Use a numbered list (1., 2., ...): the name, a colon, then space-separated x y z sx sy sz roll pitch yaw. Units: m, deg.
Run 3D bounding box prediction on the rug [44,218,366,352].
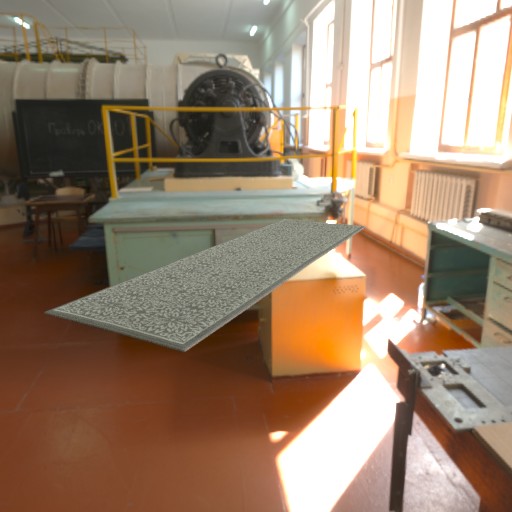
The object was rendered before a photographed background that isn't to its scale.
1. rug: 0.000 0.000 2.469 0.662 0.011 2.196 8 17 27
